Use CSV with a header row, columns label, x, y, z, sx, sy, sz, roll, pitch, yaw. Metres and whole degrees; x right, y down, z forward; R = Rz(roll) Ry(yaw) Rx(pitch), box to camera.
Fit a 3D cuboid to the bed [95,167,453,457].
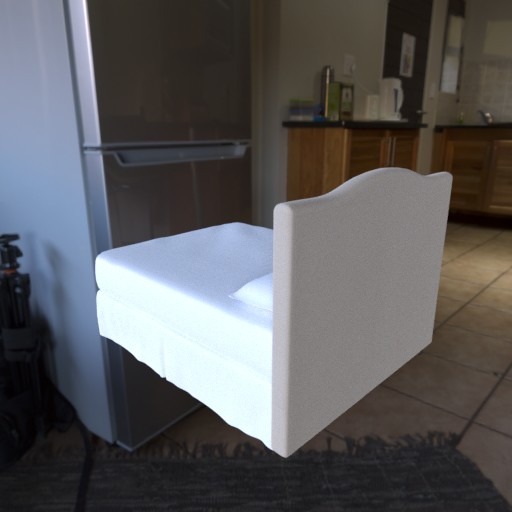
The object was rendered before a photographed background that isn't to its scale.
label,x,y,z,sx,sy,sz,roll,pitch,yaw
bed,0.000,0.000,3.220,2.052,1.398,1.678,16,23,42
